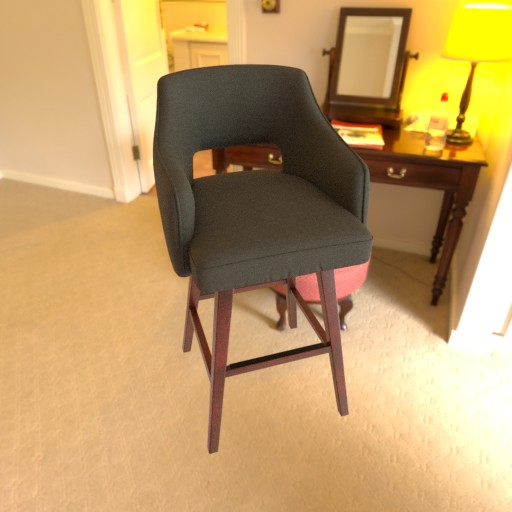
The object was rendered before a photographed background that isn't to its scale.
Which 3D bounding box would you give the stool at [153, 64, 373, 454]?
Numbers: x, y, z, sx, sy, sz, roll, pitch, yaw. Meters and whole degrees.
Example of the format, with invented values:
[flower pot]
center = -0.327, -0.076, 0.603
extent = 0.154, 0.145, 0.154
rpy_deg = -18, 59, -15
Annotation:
[stool]
center = 0.000, 0.000, 1.360
extent = 0.548, 1.012, 0.558
rpy_deg = -10, 34, -15
